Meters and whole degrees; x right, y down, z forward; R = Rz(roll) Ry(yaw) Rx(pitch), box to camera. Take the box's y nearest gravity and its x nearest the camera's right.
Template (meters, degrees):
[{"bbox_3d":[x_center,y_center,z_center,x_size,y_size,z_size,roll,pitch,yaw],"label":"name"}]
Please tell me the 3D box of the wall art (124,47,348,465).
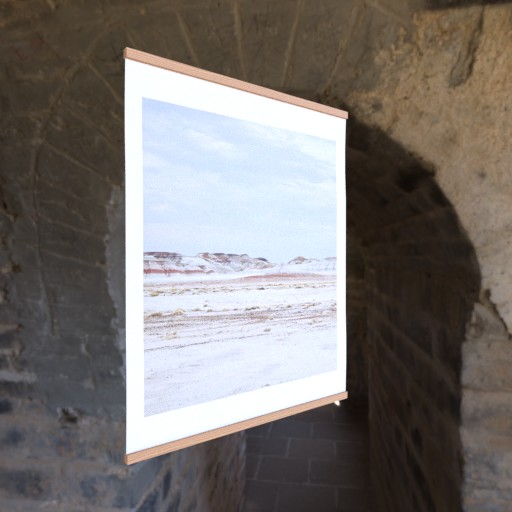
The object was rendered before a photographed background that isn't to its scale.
[{"bbox_3d":[0.000,0.000,0.665,0.404,0.507,0.010,0,1,-38],"label":"wall art"}]
